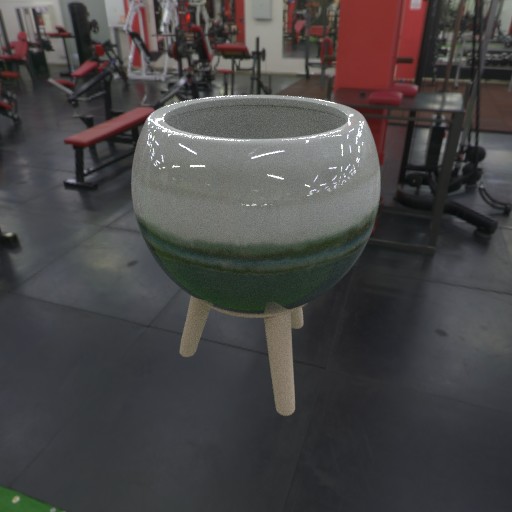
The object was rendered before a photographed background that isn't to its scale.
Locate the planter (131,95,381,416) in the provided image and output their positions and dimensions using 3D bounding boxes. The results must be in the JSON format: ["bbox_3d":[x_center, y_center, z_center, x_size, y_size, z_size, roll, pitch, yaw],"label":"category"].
[{"bbox_3d":[0.000,0.000,0.444,0.222,0.278,0.222,0,30,0],"label":"planter"}]
